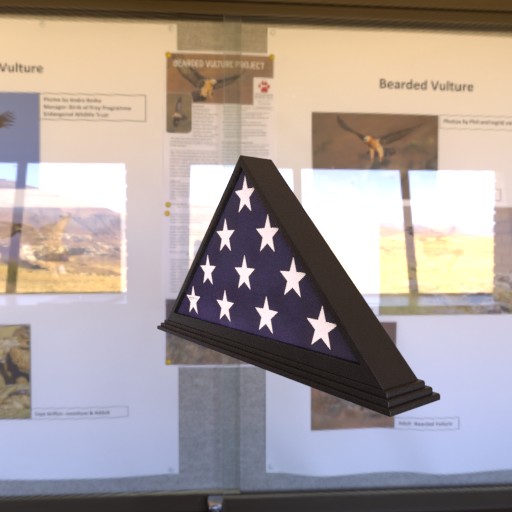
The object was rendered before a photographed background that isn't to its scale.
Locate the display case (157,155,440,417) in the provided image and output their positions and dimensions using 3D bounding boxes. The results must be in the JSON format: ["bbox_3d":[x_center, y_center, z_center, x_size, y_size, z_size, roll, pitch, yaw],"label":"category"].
[{"bbox_3d":[0.000,0.000,0.768,0.095,0.340,0.640,-1,1,-35],"label":"display case"}]
